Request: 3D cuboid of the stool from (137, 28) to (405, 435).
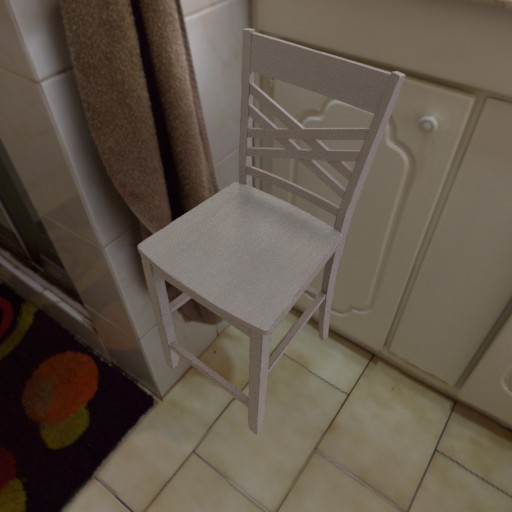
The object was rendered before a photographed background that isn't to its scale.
[{"bbox_3d":[0.000,0.000,1.351,0.462,1.079,0.539,30,53,25],"label":"stool"}]
